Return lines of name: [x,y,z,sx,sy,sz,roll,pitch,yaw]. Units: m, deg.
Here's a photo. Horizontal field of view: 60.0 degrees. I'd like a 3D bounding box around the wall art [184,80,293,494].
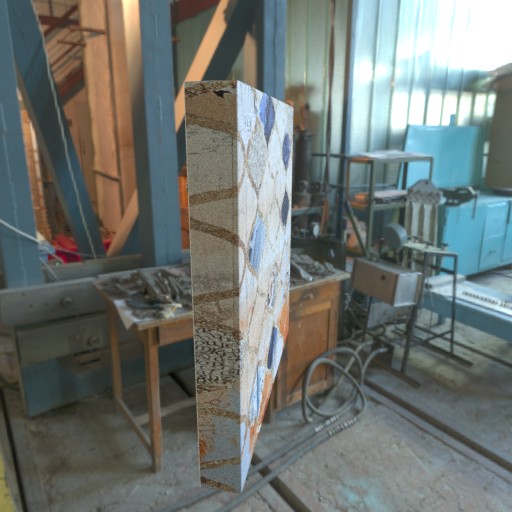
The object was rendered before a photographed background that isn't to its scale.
wall art: [0.000,0.000,0.452,0.036,0.304,0.303,3,16,11]
